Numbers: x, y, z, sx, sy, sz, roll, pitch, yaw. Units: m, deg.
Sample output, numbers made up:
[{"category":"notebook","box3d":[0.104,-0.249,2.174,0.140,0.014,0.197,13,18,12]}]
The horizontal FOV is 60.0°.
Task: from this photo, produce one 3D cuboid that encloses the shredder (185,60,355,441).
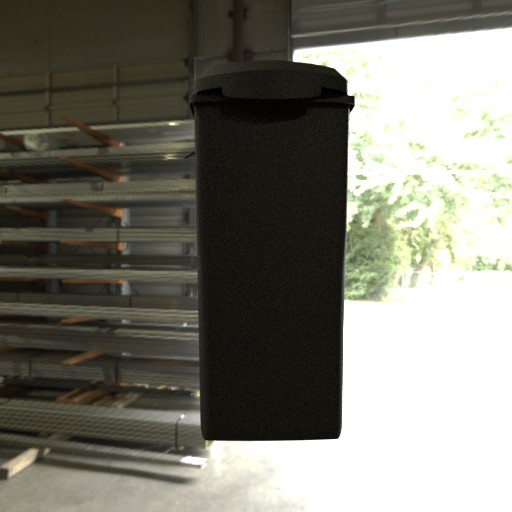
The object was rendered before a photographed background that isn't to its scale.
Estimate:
[{"category":"shredder","box3d":[0.000,0.000,0.520,0.170,0.335,0.320,0,-1,-1]}]
